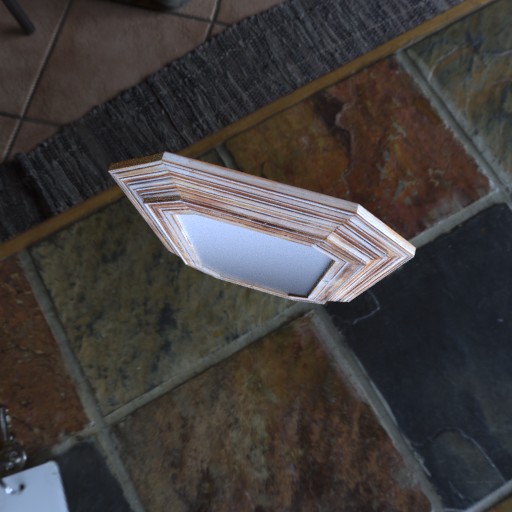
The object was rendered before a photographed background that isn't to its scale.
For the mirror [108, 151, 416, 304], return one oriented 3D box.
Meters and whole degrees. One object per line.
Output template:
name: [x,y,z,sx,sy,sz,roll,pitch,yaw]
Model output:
mirror: [0.000,0.000,1.332,0.709,1.015,0.061,16,77,4]
